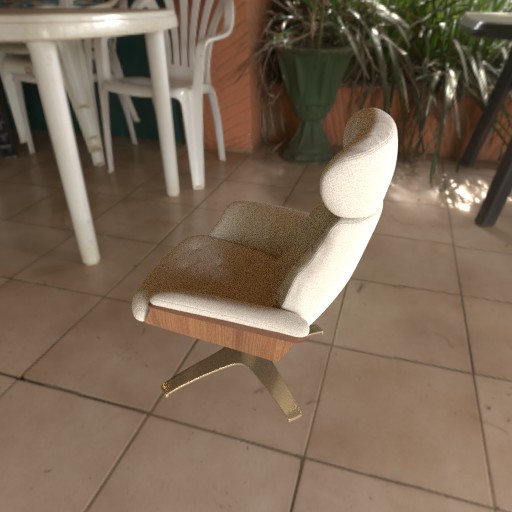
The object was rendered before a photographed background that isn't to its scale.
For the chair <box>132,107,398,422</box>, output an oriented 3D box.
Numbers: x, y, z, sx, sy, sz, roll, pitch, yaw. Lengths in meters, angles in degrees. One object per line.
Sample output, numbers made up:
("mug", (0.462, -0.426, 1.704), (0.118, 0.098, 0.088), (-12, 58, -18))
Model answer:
("chair", (0.000, 0.000, 1.569), (0.837, 0.995, 0.785), (8, 32, 14))
